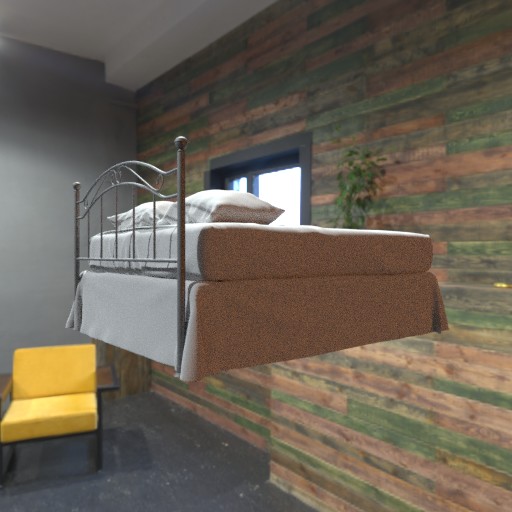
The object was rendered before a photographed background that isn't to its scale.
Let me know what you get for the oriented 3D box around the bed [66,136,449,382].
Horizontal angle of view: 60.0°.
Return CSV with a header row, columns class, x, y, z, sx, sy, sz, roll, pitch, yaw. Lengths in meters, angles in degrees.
class,x,y,z,sx,sy,sz,roll,pitch,yaw
bed,0.000,0.000,3.278,2.215,1.080,1.936,0,0,-38
